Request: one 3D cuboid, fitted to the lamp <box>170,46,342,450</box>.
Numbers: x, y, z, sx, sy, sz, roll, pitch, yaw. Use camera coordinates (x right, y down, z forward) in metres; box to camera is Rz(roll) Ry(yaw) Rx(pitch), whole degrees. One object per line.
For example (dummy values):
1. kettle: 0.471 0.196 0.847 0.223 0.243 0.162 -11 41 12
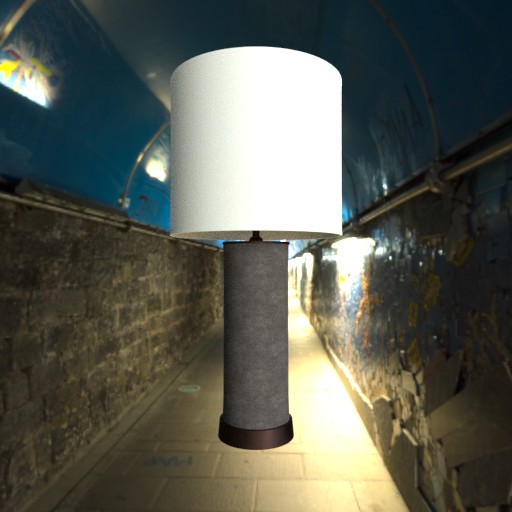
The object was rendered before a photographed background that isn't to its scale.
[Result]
1. lamp: 0.000 0.000 0.788 0.301 0.630 0.301 0 -1 19
